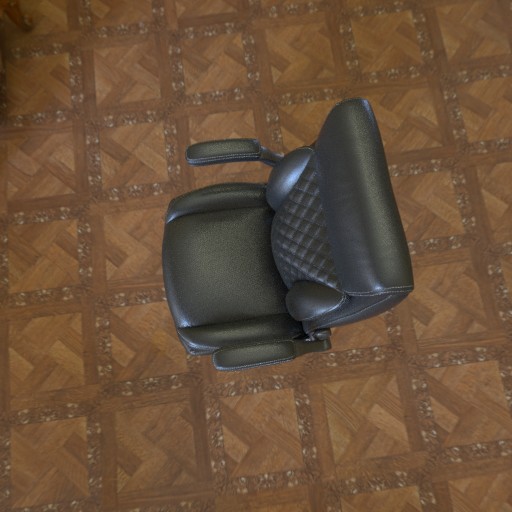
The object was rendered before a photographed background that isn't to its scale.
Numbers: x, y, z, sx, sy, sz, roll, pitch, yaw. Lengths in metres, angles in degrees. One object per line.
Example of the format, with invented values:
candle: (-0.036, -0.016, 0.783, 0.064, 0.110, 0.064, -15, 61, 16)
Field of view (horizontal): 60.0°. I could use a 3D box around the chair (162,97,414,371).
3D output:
chair: (0.000, 0.000, 1.625, 0.724, 1.110, 0.782, -9, 77, -2)
